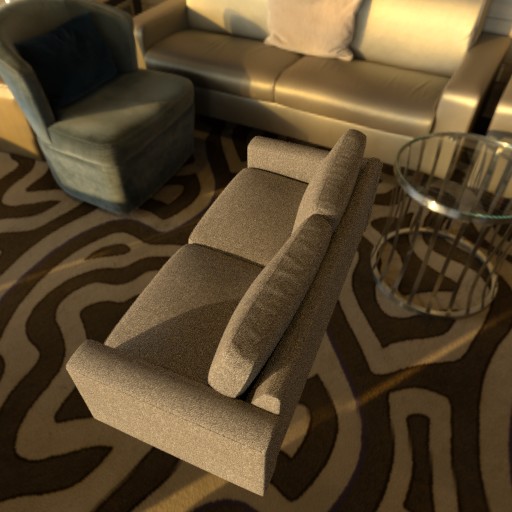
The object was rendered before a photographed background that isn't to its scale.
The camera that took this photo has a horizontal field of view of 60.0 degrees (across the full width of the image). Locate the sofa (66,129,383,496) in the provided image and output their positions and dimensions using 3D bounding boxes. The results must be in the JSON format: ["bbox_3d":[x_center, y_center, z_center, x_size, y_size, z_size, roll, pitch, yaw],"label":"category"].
[{"bbox_3d":[0.000,0.000,2.631,1.016,0.873,2.179,17,48,16],"label":"sofa"}]
